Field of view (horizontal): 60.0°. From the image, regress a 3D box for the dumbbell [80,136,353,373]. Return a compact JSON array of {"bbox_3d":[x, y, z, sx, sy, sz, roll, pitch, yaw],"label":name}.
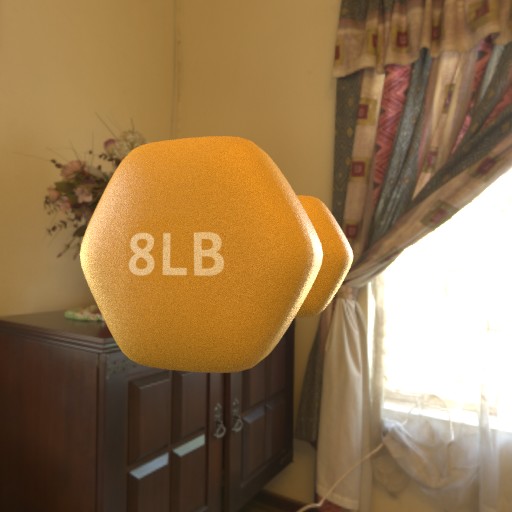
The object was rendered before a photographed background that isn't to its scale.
[{"bbox_3d":[0.000,0.000,0.234,0.090,0.082,0.190,0,0,17],"label":"dumbbell"}]
